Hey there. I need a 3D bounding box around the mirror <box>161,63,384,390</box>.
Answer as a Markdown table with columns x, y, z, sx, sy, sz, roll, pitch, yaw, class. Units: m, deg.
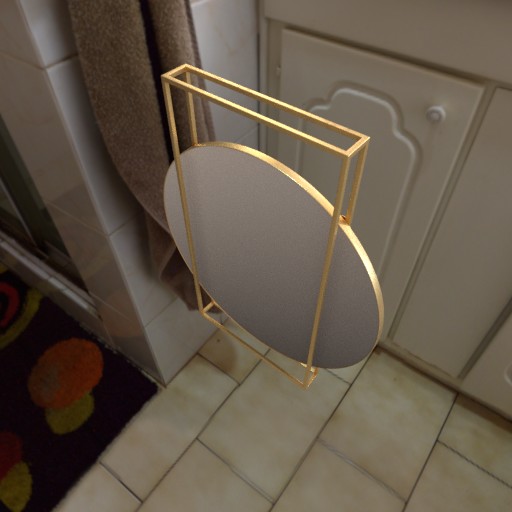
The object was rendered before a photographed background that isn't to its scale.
| x | y | z | sx | sy | sz | roll | pitch | yaw | class |
| --- | --- | --- | --- | --- | --- | --- | --- | --- | --- |
| 0.000 | 0.000 | 0.812 | 0.508 | 0.603 | 0.051 | 31 | 55 | 25 | mirror |
